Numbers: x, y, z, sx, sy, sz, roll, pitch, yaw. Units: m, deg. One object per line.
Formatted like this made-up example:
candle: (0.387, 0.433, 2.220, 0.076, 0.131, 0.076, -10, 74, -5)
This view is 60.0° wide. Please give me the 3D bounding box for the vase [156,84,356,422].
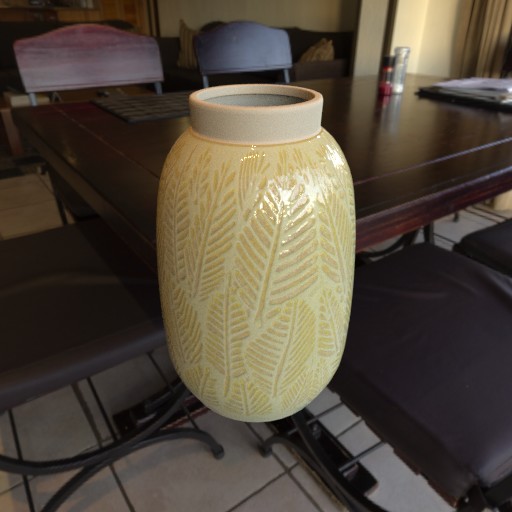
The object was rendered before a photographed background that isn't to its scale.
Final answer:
vase: (0.000, 0.000, 0.388, 0.172, 0.270, 0.172, 0, 30, 0)
